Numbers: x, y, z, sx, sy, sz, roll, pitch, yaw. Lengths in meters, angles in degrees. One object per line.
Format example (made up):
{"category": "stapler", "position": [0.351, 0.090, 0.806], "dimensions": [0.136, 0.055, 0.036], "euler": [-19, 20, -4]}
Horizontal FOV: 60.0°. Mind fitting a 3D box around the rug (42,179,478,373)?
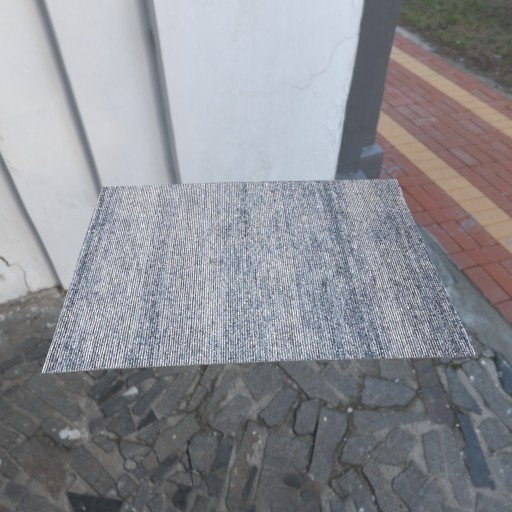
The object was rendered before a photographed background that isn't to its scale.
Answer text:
{"category": "rug", "position": [0.000, 0.000, 2.941], "dimensions": [2.349, 0.030, 1.624], "euler": [-2, 46, -2]}
